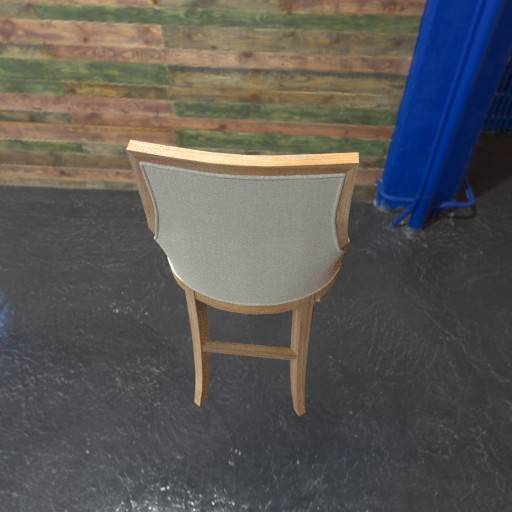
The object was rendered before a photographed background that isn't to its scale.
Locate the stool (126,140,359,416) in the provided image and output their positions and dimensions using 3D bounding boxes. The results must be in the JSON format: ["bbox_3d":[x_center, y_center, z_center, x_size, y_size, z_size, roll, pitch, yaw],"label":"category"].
[{"bbox_3d":[0.000,0.000,1.405,0.524,1.101,0.626,4,45,4],"label":"stool"}]
